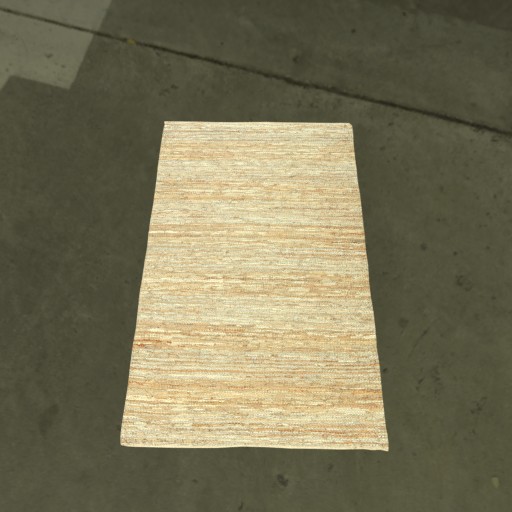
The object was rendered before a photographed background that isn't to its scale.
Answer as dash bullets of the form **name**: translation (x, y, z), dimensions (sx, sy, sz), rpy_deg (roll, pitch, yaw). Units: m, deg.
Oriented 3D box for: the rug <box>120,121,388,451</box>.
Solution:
- **rug**: translation (0.000, 0.000, 3.052), dimensions (1.529, 0.009, 2.446), rpy_deg (1, 63, 0)
